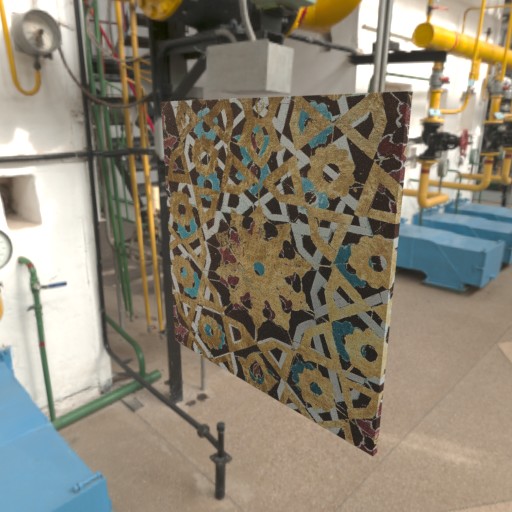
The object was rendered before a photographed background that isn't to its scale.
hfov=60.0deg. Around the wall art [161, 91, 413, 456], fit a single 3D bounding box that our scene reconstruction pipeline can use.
[{"bbox_3d":[0.000,0.000,0.605,0.010,0.406,0.404,-16,24,-42],"label":"wall art"}]
